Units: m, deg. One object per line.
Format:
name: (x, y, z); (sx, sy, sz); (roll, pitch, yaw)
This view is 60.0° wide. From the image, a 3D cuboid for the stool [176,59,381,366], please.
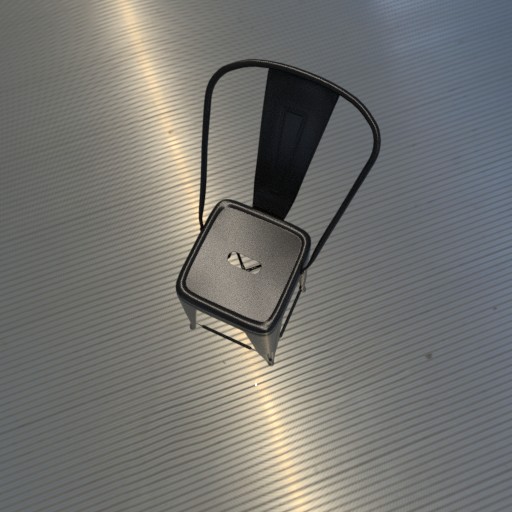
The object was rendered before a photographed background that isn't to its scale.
stool: (0.000, 0.000, 1.358); (0.399, 1.096, 0.513); (24, 75, 7)
